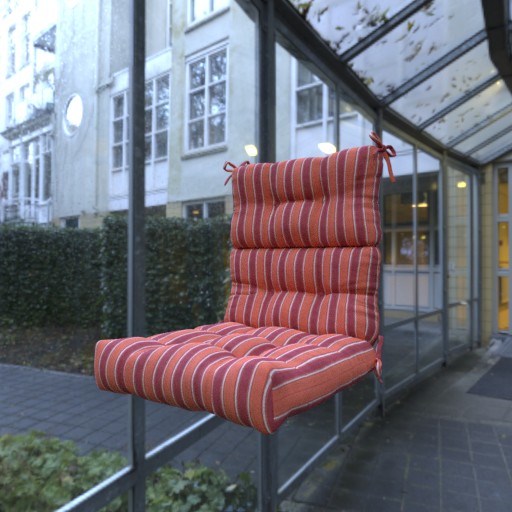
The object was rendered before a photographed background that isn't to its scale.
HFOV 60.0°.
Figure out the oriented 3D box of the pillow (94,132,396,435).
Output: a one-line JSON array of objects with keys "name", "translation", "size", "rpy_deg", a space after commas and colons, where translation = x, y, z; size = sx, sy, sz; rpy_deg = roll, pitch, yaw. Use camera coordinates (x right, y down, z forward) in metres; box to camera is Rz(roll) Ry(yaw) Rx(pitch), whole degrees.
[{"name": "pillow", "translation": [0.000, 0.000, 1.039], "size": [0.519, 0.605, 0.571], "rpy_deg": [0, 0, 36]}]
